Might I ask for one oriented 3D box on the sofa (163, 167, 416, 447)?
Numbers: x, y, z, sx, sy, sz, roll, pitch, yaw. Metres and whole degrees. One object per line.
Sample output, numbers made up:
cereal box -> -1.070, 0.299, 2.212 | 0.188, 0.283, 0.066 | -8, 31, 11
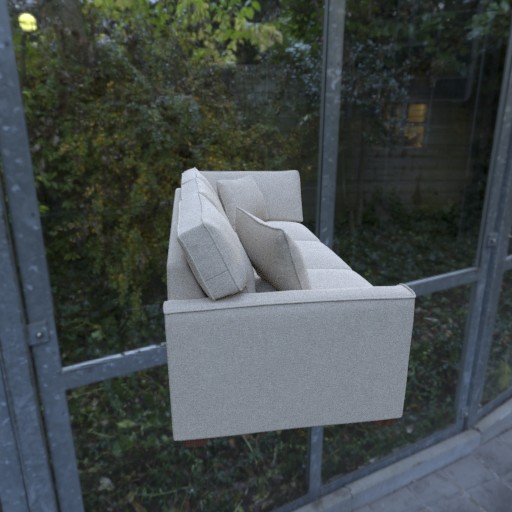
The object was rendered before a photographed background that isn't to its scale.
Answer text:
sofa -> 0.000, 0.000, 2.841 | 1.061, 0.962, 2.317 | -3, 17, -9
